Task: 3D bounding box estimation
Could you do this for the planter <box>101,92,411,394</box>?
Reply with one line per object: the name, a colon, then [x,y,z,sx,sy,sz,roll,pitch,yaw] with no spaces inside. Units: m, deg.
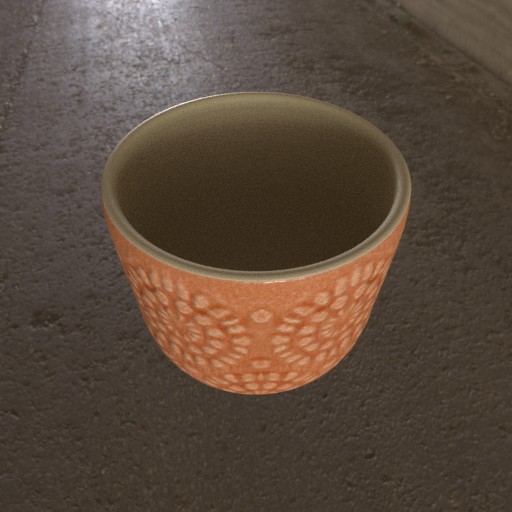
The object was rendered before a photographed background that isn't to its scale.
planter: [0.000,0.000,0.218,0.124,0.109,0.124,0,47,0]
